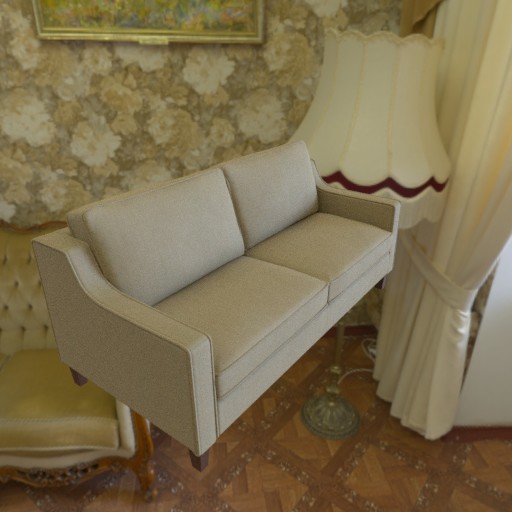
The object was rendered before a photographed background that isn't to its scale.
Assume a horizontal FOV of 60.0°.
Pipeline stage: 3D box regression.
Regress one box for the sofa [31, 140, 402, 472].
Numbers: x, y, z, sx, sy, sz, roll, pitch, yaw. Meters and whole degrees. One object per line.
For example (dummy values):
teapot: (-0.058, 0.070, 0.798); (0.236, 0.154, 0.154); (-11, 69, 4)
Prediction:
sofa: (0.000, 0.000, 2.757); (1.066, 1.071, 2.178); (18, 31, 33)
